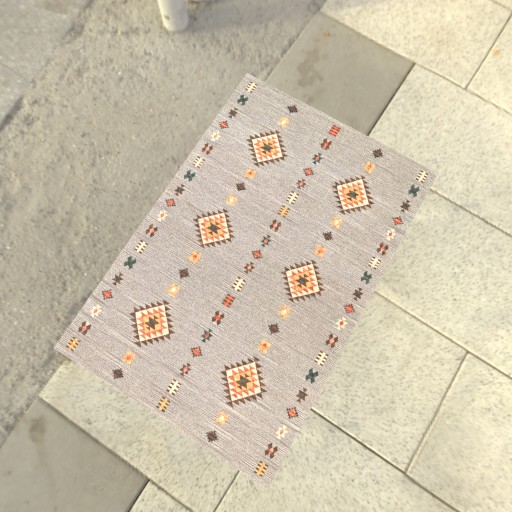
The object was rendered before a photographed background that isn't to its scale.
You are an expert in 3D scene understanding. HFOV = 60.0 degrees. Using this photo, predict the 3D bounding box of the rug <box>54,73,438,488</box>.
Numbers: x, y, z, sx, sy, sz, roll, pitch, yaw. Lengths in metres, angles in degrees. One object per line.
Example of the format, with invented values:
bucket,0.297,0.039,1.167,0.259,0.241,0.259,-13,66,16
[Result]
rug,0.000,0.000,2.288,1.217,0.005,1.818,30,77,7
